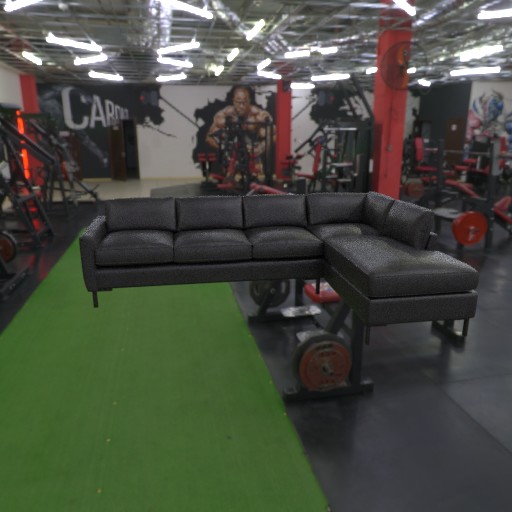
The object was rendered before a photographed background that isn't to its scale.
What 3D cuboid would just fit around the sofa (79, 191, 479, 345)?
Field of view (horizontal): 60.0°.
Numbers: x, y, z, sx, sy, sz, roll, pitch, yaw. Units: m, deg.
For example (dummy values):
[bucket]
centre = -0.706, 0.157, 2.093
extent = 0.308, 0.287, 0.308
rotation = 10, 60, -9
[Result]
[sofa]
centre = 0.000, 0.000, 3.876
extent = 2.984, 0.877, 1.938
rotation = -3, 16, -9
